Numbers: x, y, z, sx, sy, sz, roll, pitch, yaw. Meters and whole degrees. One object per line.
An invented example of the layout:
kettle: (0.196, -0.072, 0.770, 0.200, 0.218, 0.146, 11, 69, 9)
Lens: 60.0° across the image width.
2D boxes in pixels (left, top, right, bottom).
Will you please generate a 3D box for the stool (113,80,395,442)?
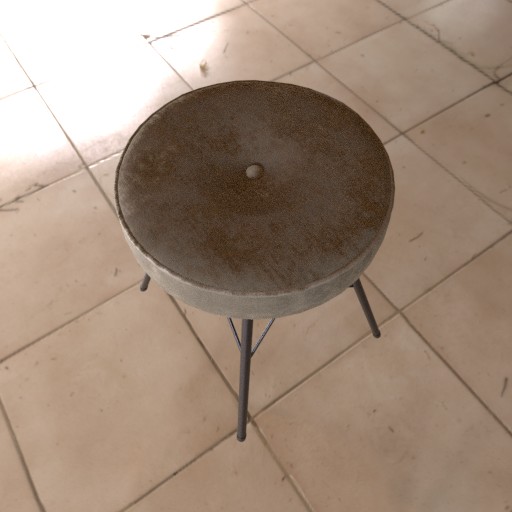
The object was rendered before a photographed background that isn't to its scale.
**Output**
stool: (0.000, 0.000, 0.867, 0.423, 0.538, 0.457, -32, 64, -17)
